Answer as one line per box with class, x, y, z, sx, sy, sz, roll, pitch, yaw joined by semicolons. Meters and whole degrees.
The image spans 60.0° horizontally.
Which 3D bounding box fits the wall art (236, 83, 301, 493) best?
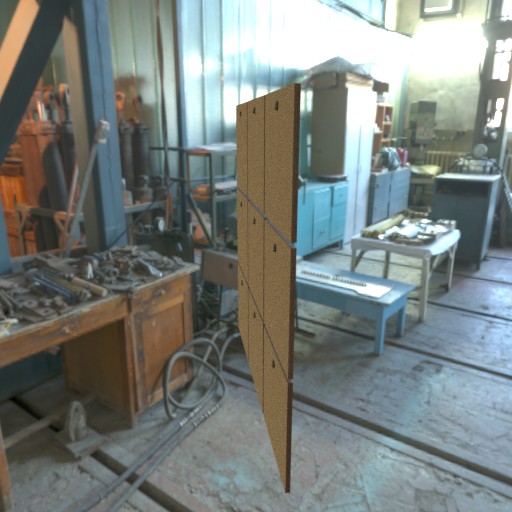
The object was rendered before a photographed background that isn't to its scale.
wall art;0.000;0.000;1.816;0.024;1.218;1.221;-3;17;-9
